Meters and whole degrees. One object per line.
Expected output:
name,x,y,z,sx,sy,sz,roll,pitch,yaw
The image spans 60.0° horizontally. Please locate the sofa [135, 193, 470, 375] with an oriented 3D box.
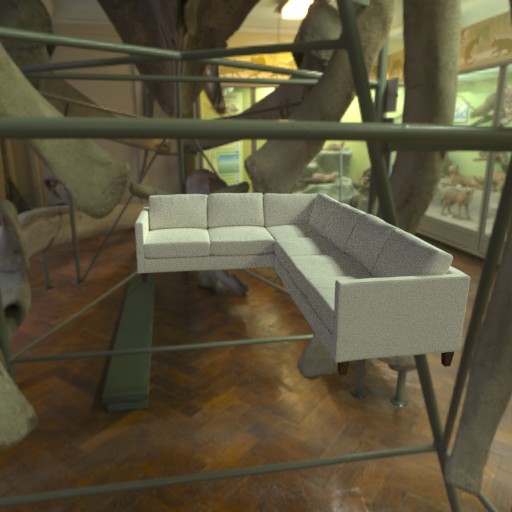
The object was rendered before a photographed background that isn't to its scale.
sofa,0.000,0.000,4.351,2.432,0.863,3.182,-2,16,-8
